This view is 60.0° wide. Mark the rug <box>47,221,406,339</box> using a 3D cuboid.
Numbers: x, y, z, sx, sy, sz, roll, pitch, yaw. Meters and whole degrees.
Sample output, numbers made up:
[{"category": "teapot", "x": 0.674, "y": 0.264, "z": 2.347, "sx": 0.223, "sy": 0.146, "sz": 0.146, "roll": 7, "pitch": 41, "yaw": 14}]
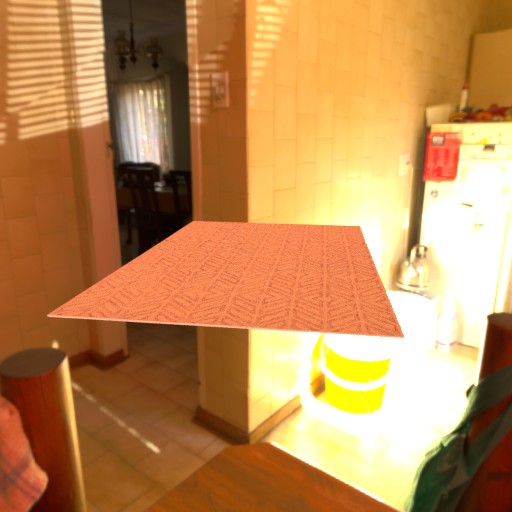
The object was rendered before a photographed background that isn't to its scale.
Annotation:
[{"category": "rug", "x": 0.000, "y": 0.000, "z": 2.347, "sx": 1.220, "sy": 0.007, "sz": 1.828, "roll": 2, "pitch": 15, "yaw": 8}]
